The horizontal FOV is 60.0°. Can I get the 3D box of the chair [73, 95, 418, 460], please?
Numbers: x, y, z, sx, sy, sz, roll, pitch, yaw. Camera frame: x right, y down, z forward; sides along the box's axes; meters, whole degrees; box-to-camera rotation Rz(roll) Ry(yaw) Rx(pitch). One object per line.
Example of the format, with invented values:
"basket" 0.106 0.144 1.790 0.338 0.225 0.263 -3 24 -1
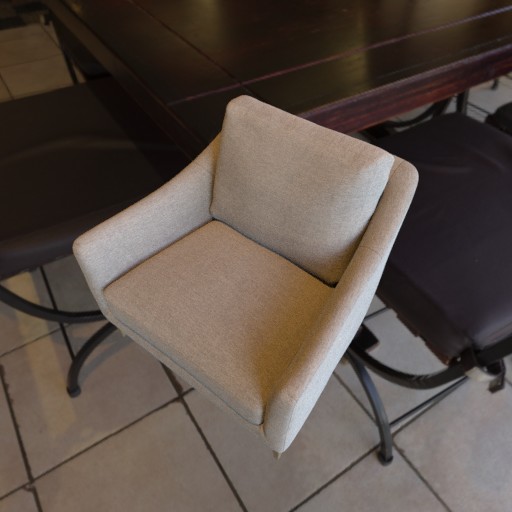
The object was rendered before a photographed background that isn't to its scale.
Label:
"chair" 0.000 0.000 1.723 0.986 0.902 0.961 30 53 25
